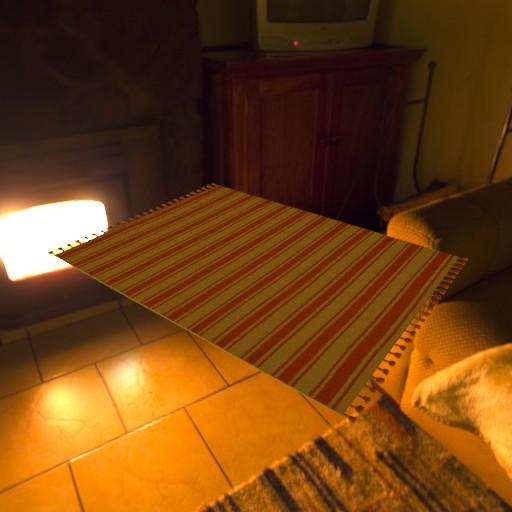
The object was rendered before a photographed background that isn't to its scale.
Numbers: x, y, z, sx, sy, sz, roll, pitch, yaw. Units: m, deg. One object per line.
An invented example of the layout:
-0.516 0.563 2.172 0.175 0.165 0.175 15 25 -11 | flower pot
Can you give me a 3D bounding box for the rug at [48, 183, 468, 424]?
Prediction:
0.000 0.000 4.361 3.369 0.035 2.451 21 36 32 | rug
